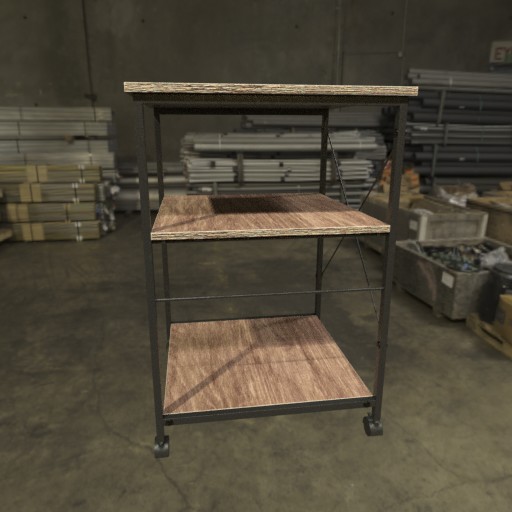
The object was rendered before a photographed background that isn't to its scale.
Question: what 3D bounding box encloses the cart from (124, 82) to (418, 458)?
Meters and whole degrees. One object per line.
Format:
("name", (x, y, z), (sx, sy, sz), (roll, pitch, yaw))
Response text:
("cart", (0.000, 0.000, 1.120), (0.520, 0.762, 0.521), (-2, 16, -8))
